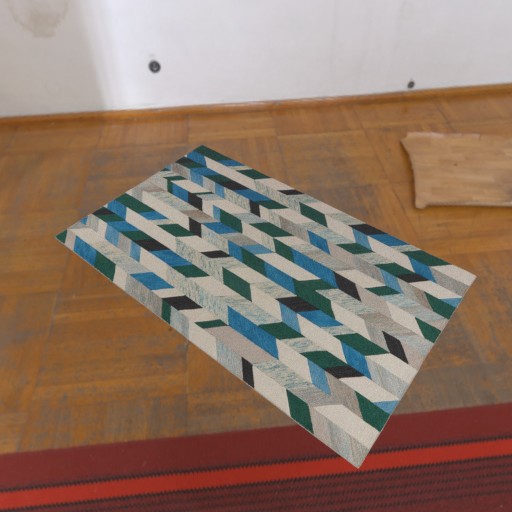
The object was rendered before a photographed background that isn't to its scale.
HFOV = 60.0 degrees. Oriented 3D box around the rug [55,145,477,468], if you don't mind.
[{"bbox_3d":[0.000,0.000,2.968,2.433,0.007,1.507,30,54,26],"label":"rug"}]
